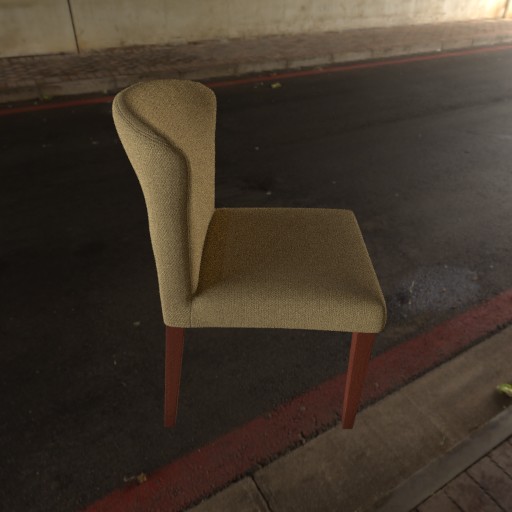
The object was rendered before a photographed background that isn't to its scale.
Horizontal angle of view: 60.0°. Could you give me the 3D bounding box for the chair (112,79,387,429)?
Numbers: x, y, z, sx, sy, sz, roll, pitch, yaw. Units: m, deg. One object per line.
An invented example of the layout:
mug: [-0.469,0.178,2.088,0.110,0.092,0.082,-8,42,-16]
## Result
chair: [0.000,0.000,1.164,0.589,0.839,0.491,1,33,1]
